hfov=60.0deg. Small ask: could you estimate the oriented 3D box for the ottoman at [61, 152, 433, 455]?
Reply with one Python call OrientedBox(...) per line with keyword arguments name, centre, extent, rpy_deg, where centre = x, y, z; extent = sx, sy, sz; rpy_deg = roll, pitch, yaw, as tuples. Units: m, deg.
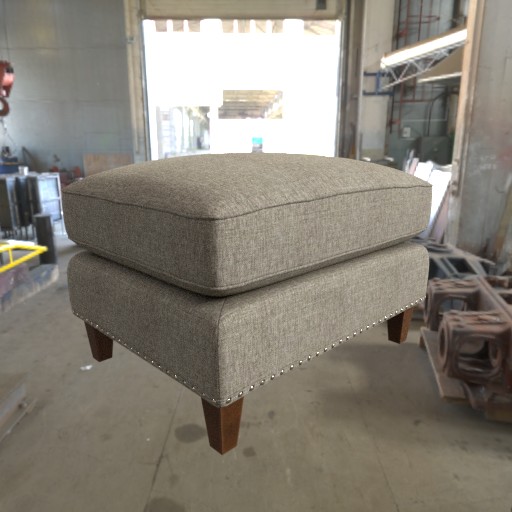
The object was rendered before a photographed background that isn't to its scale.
OrientedBox(name="ottoman", centre=(0.000, 0.000, 1.123), extent=(0.741, 0.513, 0.584), rpy_deg=(-14, 20, -43))
